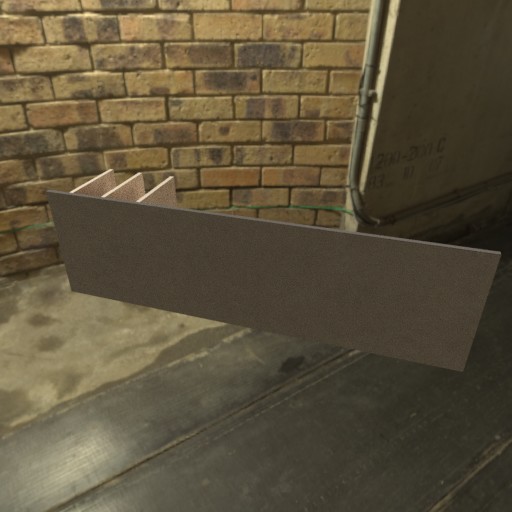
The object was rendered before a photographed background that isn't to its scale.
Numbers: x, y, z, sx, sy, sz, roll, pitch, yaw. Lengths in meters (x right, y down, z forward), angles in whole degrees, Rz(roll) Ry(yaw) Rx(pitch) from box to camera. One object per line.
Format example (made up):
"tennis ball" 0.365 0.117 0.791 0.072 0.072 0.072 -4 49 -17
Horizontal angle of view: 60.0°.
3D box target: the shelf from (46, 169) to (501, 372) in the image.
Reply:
"shelf" 0.000 0.000 1.113 1.020 0.300 0.200 9 32 15
